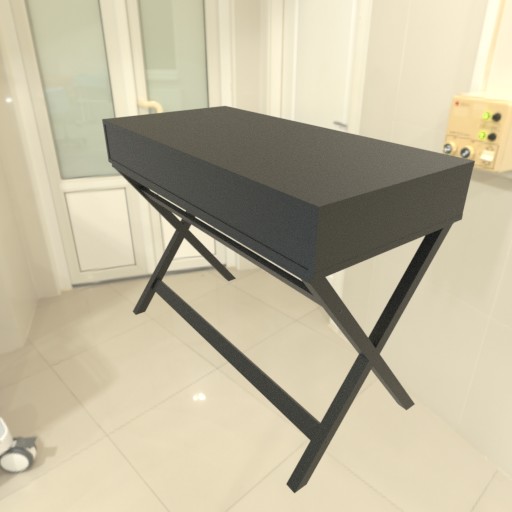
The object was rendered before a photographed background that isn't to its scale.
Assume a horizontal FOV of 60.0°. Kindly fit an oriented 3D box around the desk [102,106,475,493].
[{"bbox_3d":[0.000,0.000,1.457,0.525,0.780,1.057,-19,32,-32],"label":"desk"}]
